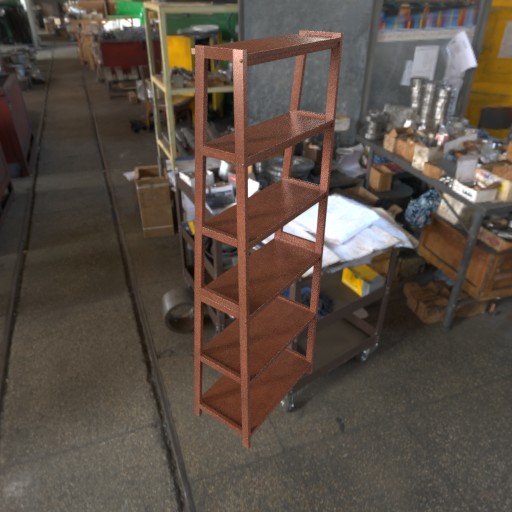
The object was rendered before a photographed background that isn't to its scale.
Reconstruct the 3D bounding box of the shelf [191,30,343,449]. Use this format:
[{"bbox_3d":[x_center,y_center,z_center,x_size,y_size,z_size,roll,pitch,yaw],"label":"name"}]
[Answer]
[{"bbox_3d":[0.000,0.000,2.126,0.382,1.892,0.660,21,37,30],"label":"shelf"}]
